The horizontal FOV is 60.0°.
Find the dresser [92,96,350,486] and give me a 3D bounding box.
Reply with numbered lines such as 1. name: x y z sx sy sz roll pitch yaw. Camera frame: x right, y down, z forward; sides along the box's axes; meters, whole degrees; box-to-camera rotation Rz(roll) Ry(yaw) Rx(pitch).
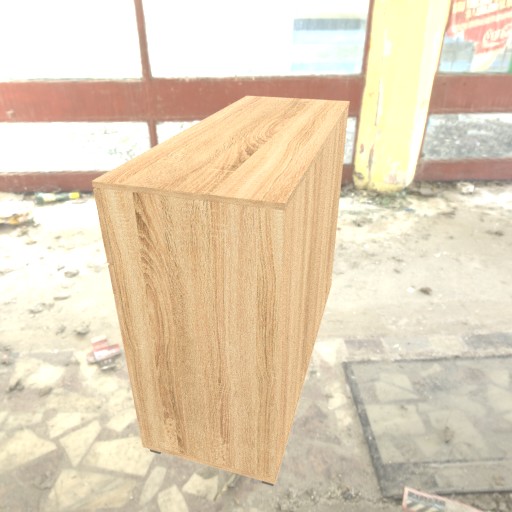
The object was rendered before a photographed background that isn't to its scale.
1. dresser: 0.000 0.000 1.591 0.450 0.900 1.100 8 31 15
